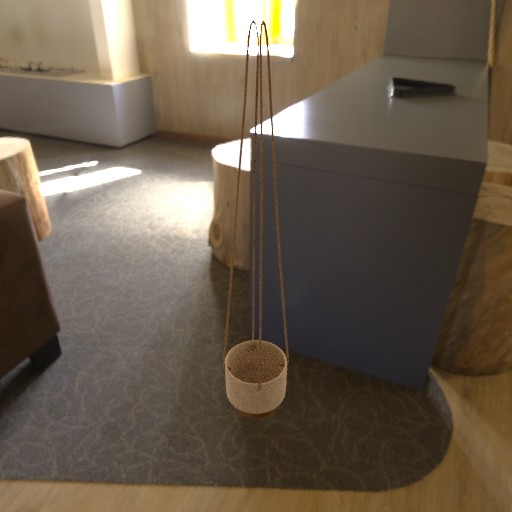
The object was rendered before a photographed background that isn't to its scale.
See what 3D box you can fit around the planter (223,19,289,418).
[{"bbox_3d":[0.000,0.000,0.891,0.146,0.841,0.146,23,38,33],"label":"planter"}]
